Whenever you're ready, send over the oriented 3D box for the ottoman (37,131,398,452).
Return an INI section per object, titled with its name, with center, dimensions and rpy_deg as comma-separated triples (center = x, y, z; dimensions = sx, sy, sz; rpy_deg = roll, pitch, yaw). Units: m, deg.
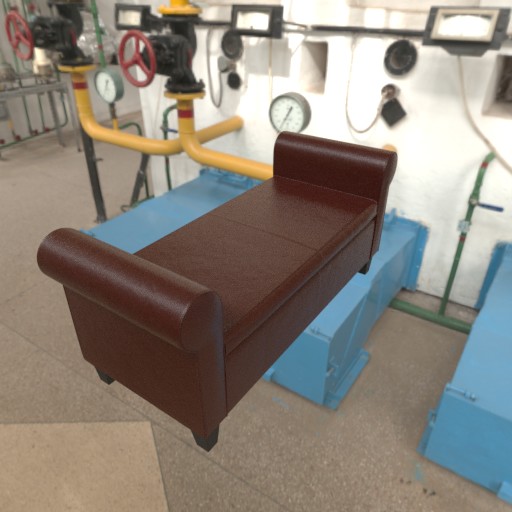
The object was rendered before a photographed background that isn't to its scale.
[ottoman]
center = 0.000, 0.000, 1.567
dimensions = 0.521, 0.547, 1.256
rpy_deg = 20, 37, 29
